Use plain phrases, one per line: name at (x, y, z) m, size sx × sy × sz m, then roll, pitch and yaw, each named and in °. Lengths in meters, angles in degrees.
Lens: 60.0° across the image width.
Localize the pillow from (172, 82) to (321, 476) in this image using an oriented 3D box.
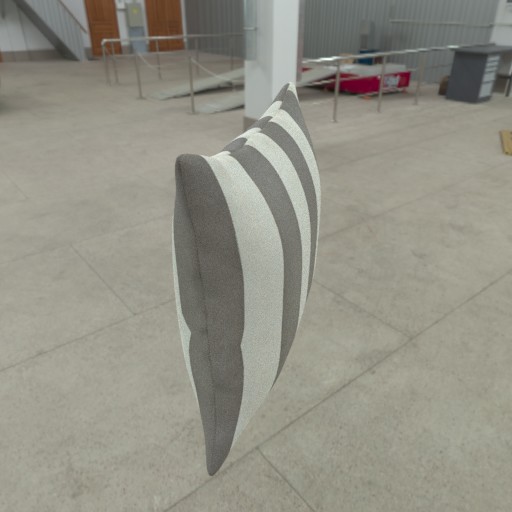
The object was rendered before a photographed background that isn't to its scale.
pillow at (0.000, 0.000, 0.775) m, size 0.192 × 0.507 × 0.522 m, roll 8°, pitch 31°, yaw 14°
